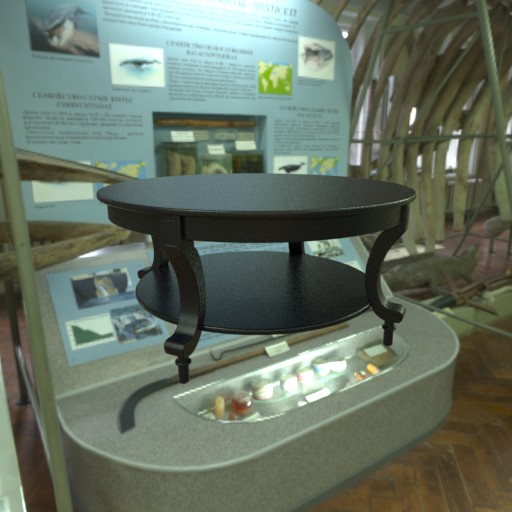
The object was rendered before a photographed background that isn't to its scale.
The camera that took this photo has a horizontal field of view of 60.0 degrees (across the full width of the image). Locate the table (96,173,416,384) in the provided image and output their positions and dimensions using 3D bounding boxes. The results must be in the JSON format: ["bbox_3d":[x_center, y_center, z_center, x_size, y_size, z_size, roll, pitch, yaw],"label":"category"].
[{"bbox_3d":[0.000,0.000,1.566,1.029,0.491,1.029,0,15,0],"label":"table"}]
